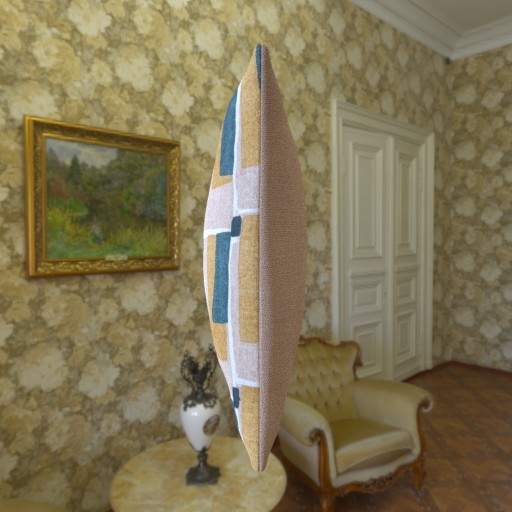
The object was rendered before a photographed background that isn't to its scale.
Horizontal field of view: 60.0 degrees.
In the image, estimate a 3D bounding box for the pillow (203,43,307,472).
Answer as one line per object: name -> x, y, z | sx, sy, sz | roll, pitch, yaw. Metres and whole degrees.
pillow -> 0.000, 0.000, 0.721 | 0.158, 0.479, 0.478 | 0, 1, 1
